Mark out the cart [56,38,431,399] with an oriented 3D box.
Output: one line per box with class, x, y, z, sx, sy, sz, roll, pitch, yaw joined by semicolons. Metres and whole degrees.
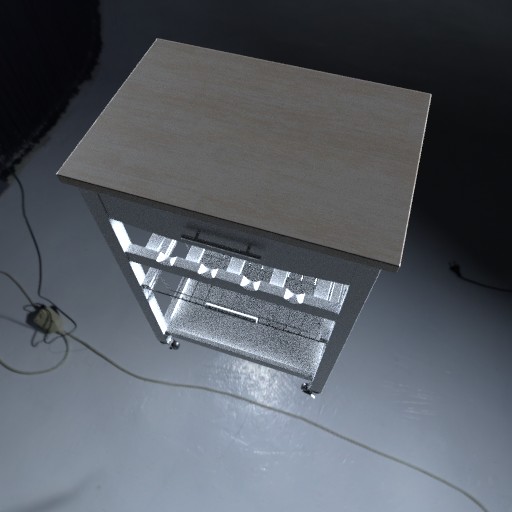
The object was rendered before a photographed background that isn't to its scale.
cart;0.000;0.000;1.165;0.578;0.857;0.406;16;60;9
